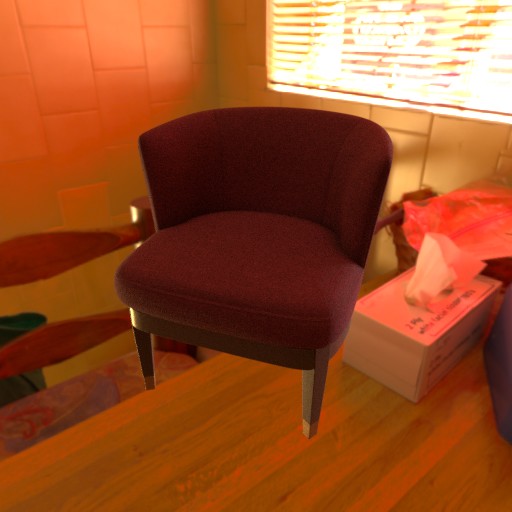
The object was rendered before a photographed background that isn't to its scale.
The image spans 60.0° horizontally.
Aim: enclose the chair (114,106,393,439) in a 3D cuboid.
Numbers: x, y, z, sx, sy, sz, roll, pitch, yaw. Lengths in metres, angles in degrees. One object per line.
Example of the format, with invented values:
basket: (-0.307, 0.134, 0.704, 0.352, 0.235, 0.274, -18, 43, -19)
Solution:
chair: (0.000, 0.000, 1.315, 0.700, 0.760, 0.660, 10, 28, 19)
